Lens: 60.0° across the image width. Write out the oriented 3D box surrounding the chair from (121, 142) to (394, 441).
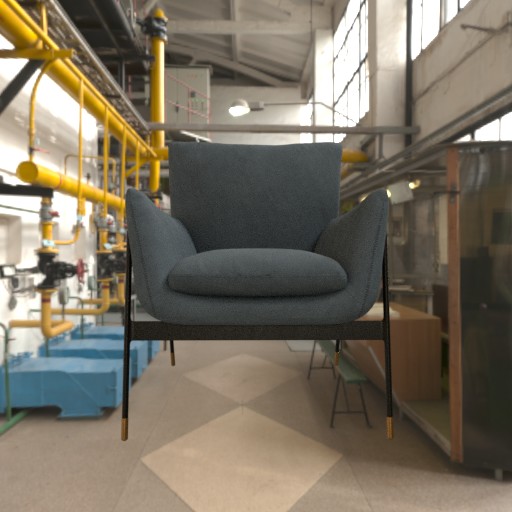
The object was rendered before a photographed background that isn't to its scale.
[{"bbox_3d":[0.000,0.000,1.381,0.678,0.858,0.709,0,1,-1],"label":"chair"}]
